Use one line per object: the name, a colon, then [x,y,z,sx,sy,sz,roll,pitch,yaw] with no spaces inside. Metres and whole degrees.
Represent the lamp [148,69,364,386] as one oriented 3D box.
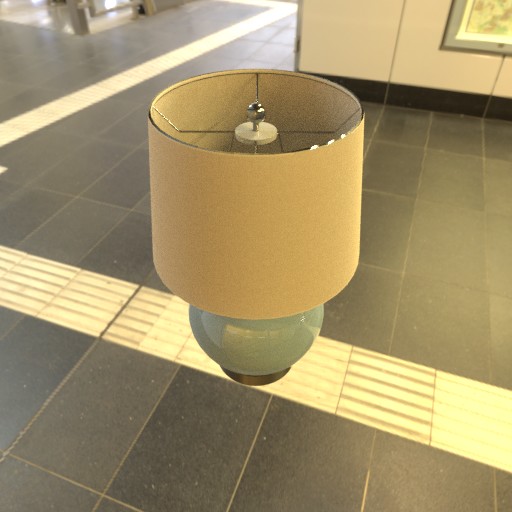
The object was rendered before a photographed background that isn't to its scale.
lamp: [0.000,0.000,0.552,0.247,0.387,0.247,0,41,0]
